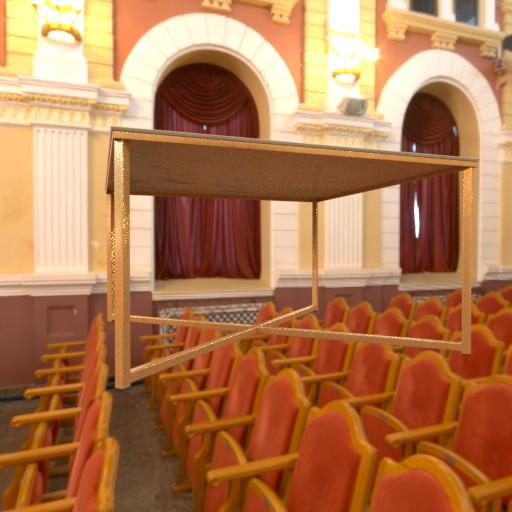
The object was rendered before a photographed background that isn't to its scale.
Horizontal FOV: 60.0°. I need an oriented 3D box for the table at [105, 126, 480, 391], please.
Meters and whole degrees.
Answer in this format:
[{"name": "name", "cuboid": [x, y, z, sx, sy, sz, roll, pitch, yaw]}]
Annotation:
[{"name": "table", "cuboid": [0.000, 0.000, 1.256, 0.800, 0.450, 0.800, 0, 1, -20]}]
